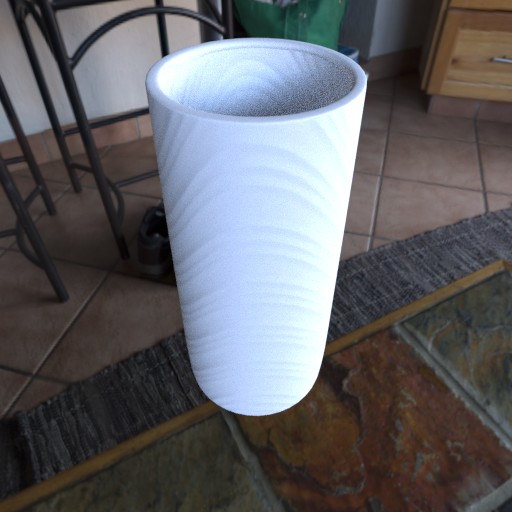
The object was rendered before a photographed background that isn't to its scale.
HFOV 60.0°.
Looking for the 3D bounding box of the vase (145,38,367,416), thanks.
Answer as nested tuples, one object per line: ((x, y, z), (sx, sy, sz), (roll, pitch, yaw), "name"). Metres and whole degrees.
((0.000, 0.000, 0.386), (0.143, 0.316, 0.143), (0, 43, 0), "vase")
